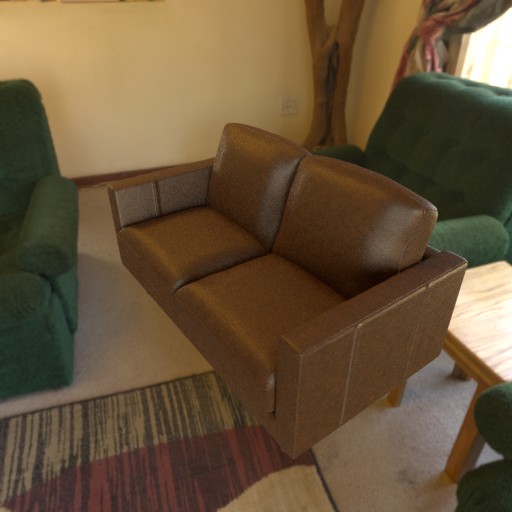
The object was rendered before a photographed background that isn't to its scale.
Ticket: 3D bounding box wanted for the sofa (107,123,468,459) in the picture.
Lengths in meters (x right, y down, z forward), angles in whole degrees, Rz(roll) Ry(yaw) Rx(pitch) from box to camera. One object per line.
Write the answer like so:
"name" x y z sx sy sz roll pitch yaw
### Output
"sofa" 0.000 0.000 2.149 0.909 0.951 1.578 -21 38 -30
